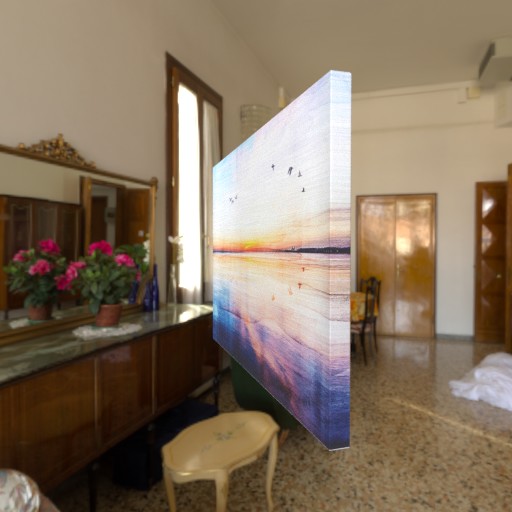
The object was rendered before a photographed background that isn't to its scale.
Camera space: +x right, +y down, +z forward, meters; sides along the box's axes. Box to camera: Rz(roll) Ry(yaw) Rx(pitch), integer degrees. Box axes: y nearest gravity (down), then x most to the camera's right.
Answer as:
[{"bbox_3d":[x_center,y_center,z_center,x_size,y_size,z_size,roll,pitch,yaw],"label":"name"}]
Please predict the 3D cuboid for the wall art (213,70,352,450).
[{"bbox_3d":[0.000,0.000,1.143,0.037,0.605,0.911,0,1,-17],"label":"wall art"}]
